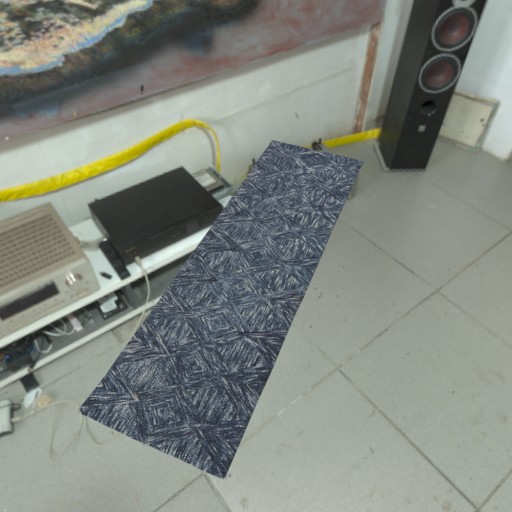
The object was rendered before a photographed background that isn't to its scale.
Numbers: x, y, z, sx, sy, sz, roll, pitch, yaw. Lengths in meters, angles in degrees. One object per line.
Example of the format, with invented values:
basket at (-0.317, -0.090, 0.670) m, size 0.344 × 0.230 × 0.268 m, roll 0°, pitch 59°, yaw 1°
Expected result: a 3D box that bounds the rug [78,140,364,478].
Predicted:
rug at (0.000, 0.000, 2.546) m, size 0.719 × 0.013 × 2.306 m, roll 17°, pitch 49°, yaw 15°
